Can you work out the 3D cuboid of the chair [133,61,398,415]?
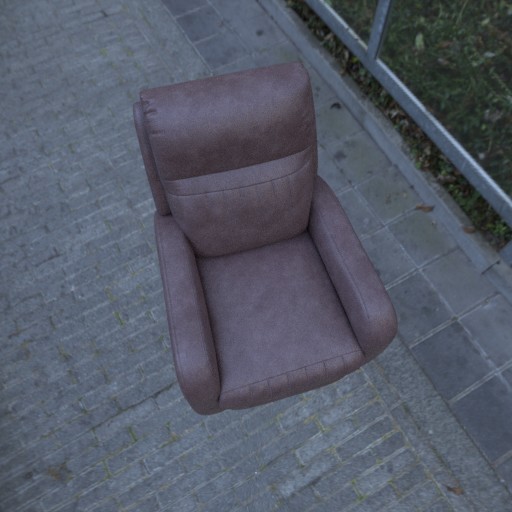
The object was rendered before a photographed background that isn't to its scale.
[{"bbox_3d":[0.000,0.000,1.819,0.865,1.067,1.067,-14,65,-7],"label":"chair"}]
